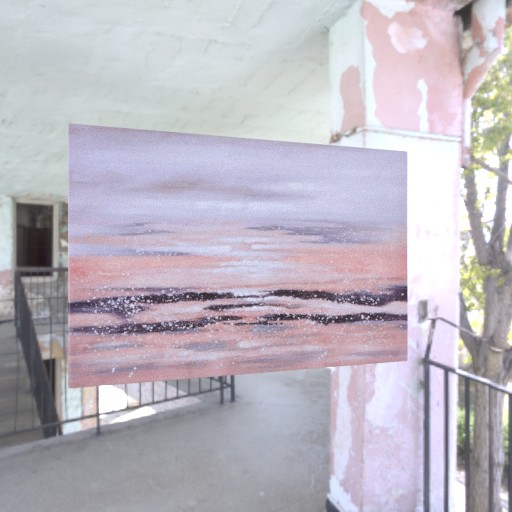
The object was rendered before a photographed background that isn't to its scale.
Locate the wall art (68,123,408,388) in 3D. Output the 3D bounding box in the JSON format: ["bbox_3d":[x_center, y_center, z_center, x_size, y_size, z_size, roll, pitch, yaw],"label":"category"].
[{"bbox_3d":[0.000,0.000,1.169,0.913,0.609,0.038,0,0,-17],"label":"wall art"}]
